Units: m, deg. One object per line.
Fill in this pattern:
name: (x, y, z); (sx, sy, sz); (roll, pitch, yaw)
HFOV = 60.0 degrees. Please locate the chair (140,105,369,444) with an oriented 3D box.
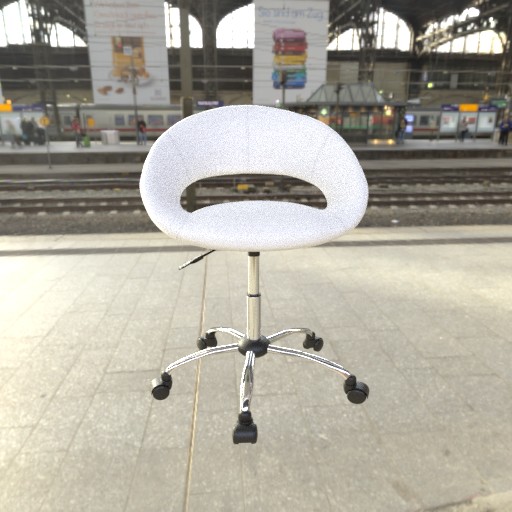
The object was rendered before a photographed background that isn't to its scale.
chair: (0.000, 0.000, 1.198); (0.612, 0.791, 0.538); (-2, 16, -7)
